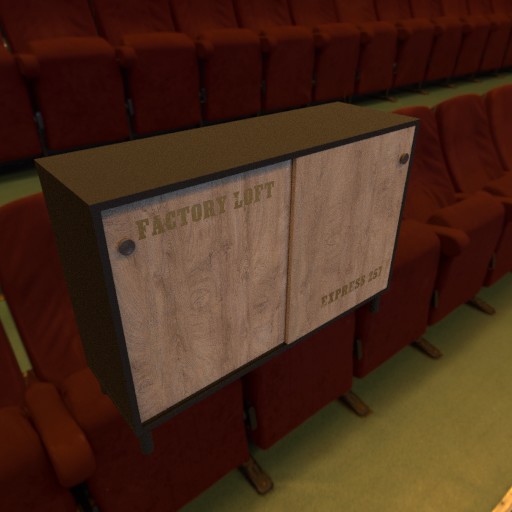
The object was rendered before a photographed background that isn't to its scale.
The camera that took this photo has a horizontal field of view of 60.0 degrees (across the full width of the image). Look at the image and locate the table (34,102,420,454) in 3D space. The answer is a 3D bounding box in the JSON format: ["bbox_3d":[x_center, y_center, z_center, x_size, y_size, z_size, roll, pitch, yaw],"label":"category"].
[{"bbox_3d":[0.000,0.000,1.588,1.200,0.855,0.400,-22,37,-33],"label":"table"}]
